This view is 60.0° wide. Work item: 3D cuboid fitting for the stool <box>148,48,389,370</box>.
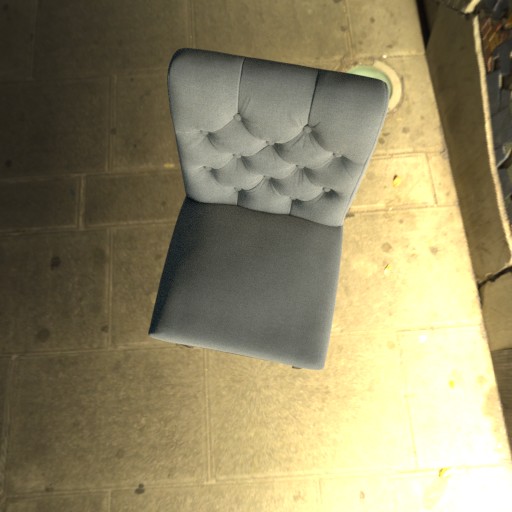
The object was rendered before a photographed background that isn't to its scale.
[{"bbox_3d":[0.000,0.000,1.338,0.493,1.040,0.601,11,75,3],"label":"stool"}]
